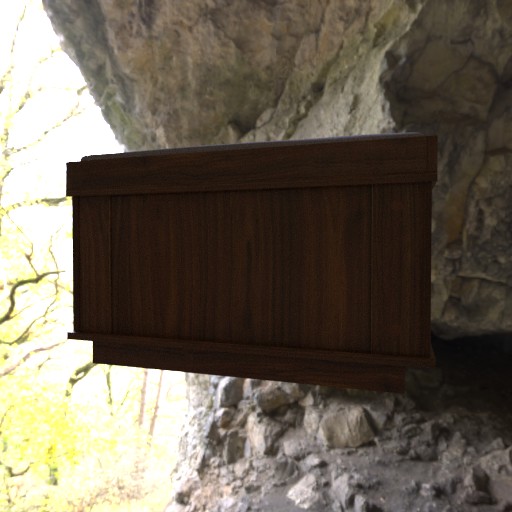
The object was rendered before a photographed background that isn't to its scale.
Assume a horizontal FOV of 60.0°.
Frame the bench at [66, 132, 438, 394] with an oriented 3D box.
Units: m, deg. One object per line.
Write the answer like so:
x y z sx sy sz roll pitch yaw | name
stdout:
0.000 0.000 1.005 0.734 0.461 0.362 0 1 18 | bench
